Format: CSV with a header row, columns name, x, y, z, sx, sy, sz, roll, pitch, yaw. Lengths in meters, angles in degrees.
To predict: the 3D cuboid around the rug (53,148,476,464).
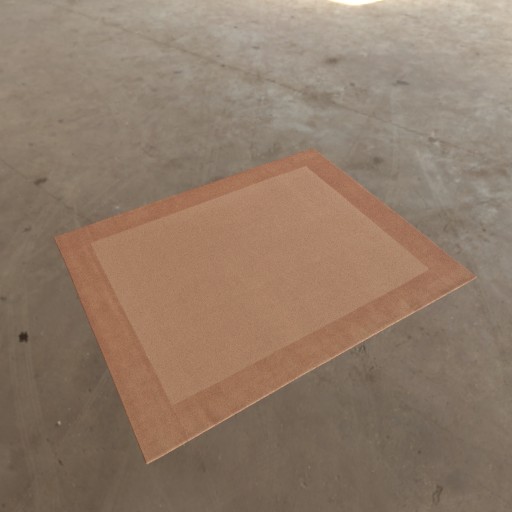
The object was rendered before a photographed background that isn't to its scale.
name,x,y,z,sx,sy,sz,roll,pitch,yaw
rug,0.000,0.000,4.051,3.057,0.021,2.431,-23,50,-21
